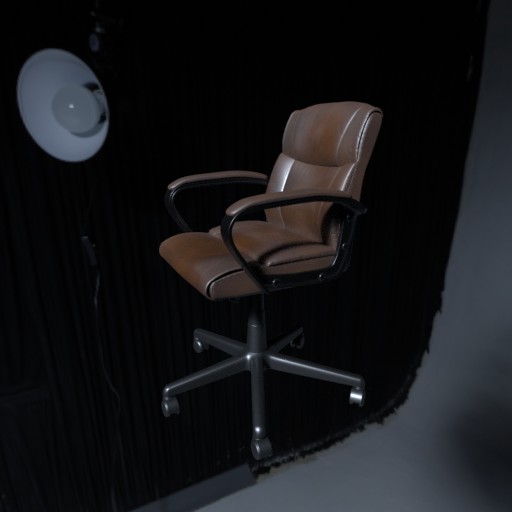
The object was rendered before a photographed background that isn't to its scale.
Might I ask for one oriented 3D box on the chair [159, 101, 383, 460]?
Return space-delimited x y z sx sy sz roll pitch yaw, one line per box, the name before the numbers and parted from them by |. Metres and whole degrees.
chair | 0.000 0.000 1.512 0.717 1.004 0.739 -8 19 -26
